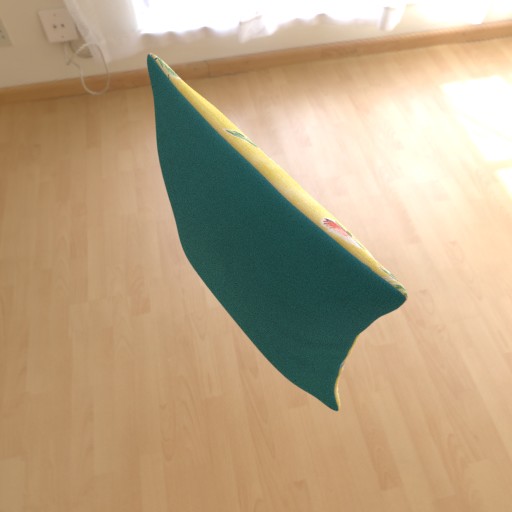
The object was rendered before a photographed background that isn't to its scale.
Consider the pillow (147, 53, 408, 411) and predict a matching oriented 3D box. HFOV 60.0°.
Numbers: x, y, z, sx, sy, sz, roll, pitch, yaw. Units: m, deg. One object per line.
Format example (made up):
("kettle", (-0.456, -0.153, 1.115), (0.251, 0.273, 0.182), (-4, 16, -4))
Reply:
("pillow", (0.000, 0.000, 0.778), (0.166, 0.508, 0.525), (-33, 63, -19))
